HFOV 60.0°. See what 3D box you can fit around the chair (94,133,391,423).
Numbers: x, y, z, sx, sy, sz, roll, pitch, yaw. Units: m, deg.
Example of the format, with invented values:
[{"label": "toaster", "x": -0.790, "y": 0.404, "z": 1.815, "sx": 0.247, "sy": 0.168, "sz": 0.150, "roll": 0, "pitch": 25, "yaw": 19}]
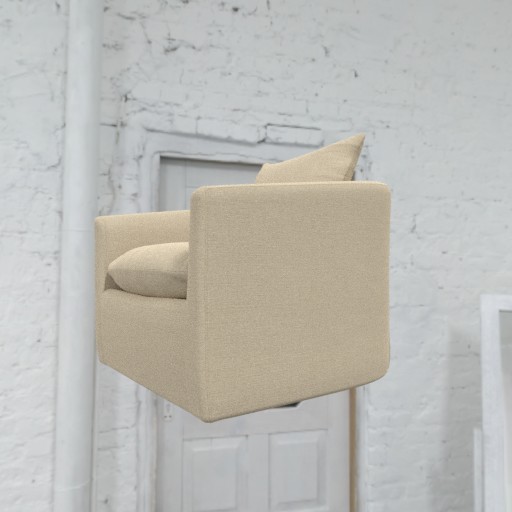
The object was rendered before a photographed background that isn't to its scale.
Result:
[{"label": "chair", "x": 0.000, "y": 0.000, "z": 1.592, "sx": 0.910, "sy": 0.848, "sz": 0.845, "roll": 1, "pitch": -1, "yaw": -36}]
